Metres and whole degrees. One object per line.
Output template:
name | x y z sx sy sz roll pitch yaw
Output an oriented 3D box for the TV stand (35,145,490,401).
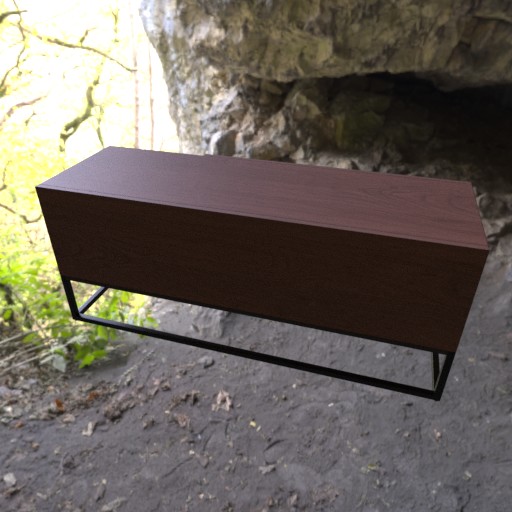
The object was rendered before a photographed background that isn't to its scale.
TV stand | 0.000 0.000 1.422 1.200 0.500 0.415 9 33 14
